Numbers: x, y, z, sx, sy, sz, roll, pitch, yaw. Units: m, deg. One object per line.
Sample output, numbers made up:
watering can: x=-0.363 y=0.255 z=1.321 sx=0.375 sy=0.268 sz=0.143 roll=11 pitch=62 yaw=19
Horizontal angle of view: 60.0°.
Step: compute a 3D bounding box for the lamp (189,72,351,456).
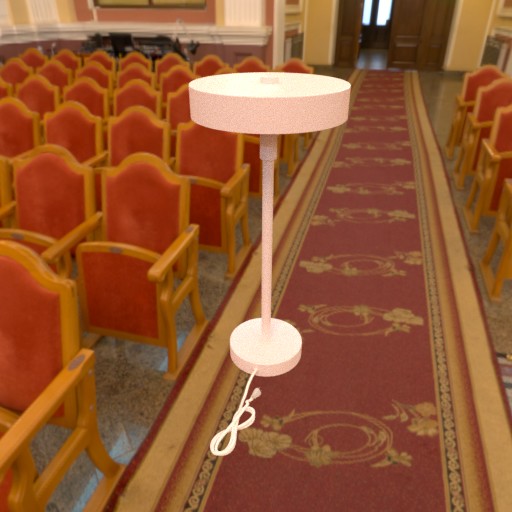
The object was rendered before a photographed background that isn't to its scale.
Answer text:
lamp: x=0.000 y=0.000 z=0.693 sx=0.229 sy=0.508 sz=0.369 roll=8 pitch=30 yaw=14
